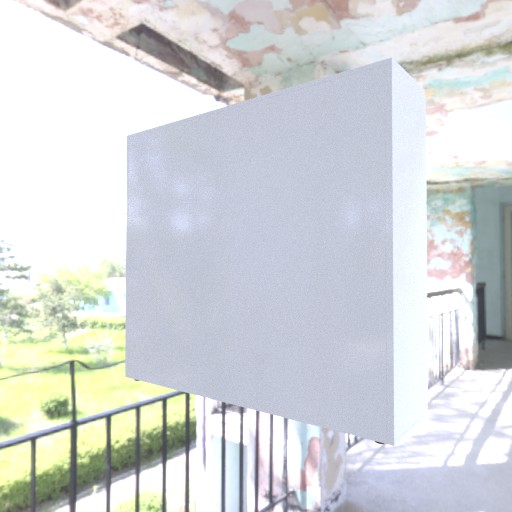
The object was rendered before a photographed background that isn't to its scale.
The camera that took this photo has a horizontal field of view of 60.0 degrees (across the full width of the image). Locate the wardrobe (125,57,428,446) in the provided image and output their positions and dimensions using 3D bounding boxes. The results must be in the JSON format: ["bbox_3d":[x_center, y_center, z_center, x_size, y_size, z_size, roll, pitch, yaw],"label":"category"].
[{"bbox_3d":[0.000,0.000,1.905,1.340,1.200,0.360,-1,-1,38],"label":"wardrobe"}]
